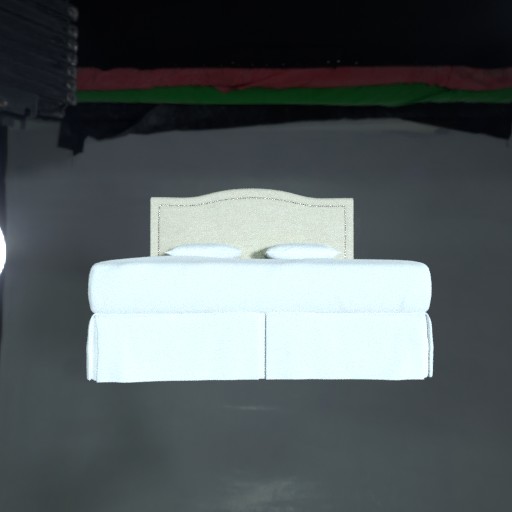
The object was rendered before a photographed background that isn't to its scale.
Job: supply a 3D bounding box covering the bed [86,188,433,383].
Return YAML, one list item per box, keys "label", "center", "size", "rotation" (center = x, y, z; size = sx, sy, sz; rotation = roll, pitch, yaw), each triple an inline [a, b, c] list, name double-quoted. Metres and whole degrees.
- label: "bed"
  center: [0.000, 0.000, 3.517]
  size: [2.083, 1.421, 2.182]
  rotation: [0, -1, -2]
